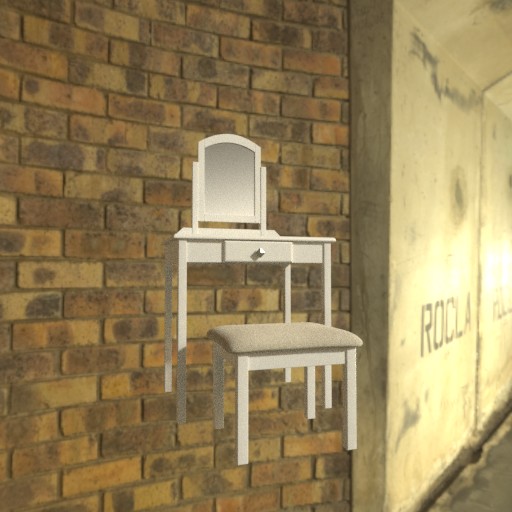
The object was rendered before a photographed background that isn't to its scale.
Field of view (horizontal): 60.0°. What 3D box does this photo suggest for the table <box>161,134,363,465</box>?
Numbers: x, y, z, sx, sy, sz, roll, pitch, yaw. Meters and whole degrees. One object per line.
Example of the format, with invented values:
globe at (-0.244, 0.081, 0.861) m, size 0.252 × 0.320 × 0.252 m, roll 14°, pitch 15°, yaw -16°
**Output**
table at (0.000, 0.000, 2.335) m, size 0.876 × 1.631 × 1.211 m, roll 1°, pitch -2°, yaw -18°
